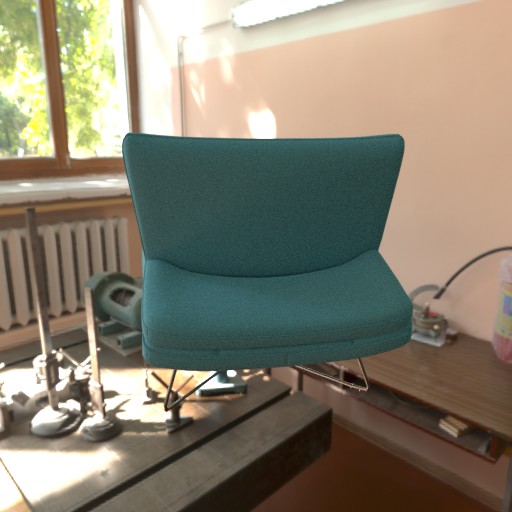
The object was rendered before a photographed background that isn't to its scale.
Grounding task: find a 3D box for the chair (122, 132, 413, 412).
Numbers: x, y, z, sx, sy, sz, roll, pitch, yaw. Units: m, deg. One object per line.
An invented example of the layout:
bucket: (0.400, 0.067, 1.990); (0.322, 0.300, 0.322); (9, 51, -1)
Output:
chair: (0.000, 0.000, 1.624); (0.859, 0.855, 1.008); (-2, 14, -10)
